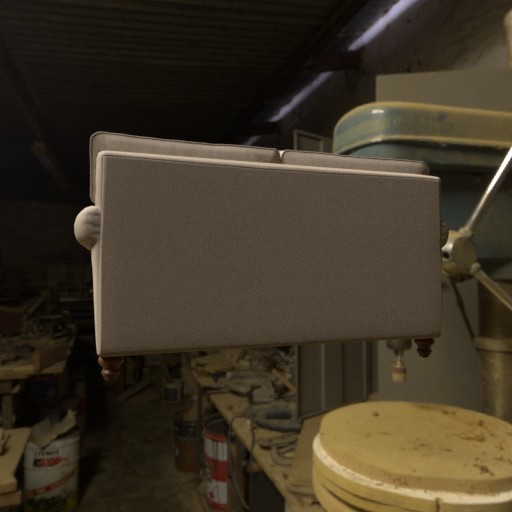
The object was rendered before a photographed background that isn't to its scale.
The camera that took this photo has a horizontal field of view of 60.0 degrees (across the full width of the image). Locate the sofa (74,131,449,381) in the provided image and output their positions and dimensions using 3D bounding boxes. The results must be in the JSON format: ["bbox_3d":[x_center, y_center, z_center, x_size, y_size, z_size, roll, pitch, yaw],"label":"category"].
[{"bbox_3d":[0.000,0.000,2.214,1.665,0.937,0.964,0,-2,-18],"label":"sofa"}]
